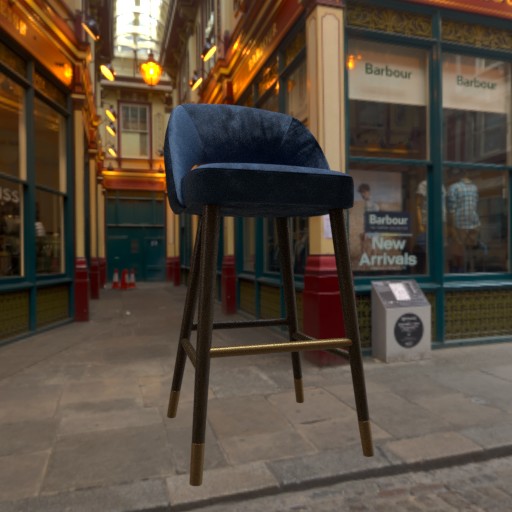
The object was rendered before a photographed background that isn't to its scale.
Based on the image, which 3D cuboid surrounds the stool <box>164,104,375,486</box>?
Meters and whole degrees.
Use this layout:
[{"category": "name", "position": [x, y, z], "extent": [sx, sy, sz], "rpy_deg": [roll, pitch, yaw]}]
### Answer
[{"category": "stool", "position": [0.000, 0.000, 1.286], "extent": [0.514, 1.016, 0.515], "rpy_deg": [0, 1, -18]}]
